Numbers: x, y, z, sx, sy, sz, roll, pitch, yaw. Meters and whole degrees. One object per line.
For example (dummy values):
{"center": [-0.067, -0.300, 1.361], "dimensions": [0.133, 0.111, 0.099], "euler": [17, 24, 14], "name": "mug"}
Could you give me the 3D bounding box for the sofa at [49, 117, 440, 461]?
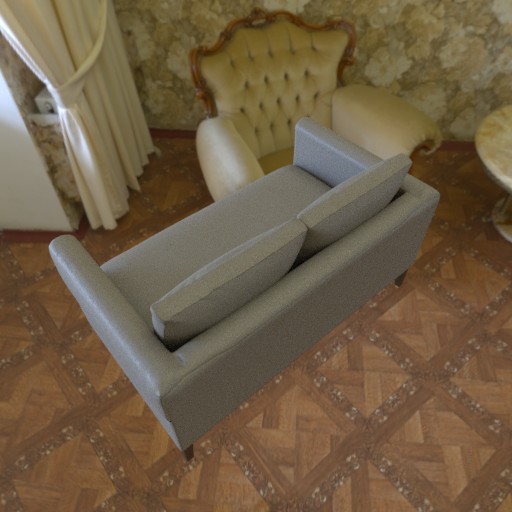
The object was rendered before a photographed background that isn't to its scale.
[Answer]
{"center": [0.000, 0.000, 2.174], "dimensions": [1.598, 0.873, 0.899], "euler": [-32, 56, -26], "name": "sofa"}
